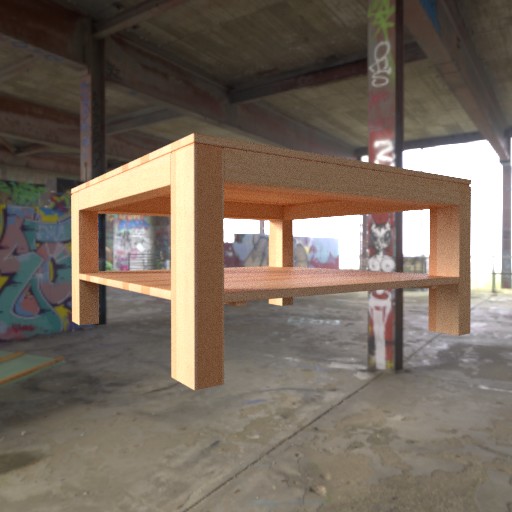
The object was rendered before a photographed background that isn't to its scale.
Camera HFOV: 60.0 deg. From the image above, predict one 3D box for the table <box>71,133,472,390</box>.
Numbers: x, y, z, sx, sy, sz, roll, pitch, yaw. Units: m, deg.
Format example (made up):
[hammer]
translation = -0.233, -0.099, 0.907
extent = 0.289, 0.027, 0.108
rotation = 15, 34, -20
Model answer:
[table]
translation = 0.000, 0.000, 1.400
extent = 0.900, 0.450, 0.900
rotation = -1, 1, -35
